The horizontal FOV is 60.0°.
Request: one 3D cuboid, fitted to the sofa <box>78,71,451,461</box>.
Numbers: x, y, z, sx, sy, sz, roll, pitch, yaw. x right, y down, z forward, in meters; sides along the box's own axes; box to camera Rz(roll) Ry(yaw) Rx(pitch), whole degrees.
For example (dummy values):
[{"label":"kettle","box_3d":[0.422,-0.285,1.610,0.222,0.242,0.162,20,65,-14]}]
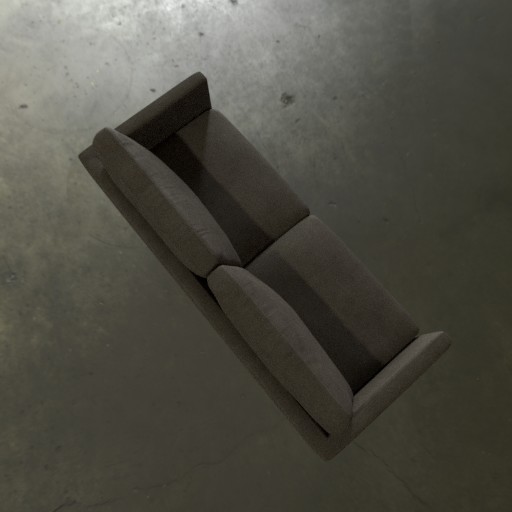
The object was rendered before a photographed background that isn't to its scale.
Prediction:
[{"label":"sofa","box_3d":[0.000,0.000,2.731,0.951,0.965,2.208,-39,79,-9]}]
